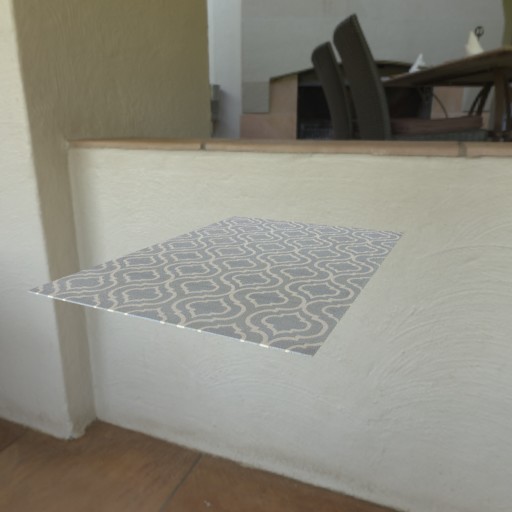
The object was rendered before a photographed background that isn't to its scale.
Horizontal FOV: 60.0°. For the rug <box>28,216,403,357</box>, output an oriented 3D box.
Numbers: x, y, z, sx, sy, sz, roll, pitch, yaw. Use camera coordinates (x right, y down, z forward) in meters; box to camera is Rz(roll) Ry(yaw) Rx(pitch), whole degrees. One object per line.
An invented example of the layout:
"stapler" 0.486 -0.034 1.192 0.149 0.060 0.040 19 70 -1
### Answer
"rug" 0.000 0.000 2.733 1.451 0.010 2.080 8 18 25
